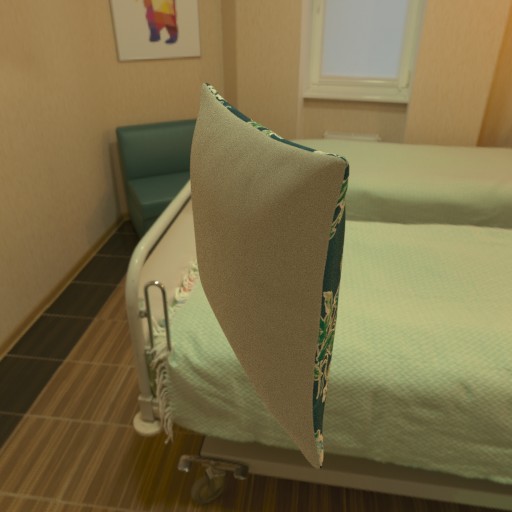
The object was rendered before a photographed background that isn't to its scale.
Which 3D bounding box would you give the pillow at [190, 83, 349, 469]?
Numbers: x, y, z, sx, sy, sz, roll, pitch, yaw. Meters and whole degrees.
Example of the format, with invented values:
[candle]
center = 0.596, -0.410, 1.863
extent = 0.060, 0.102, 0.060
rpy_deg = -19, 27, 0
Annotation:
[pillow]
center = 0.000, 0.000, 0.787
extent = 0.166, 0.508, 0.525
rpy_deg = -11, 32, -19
